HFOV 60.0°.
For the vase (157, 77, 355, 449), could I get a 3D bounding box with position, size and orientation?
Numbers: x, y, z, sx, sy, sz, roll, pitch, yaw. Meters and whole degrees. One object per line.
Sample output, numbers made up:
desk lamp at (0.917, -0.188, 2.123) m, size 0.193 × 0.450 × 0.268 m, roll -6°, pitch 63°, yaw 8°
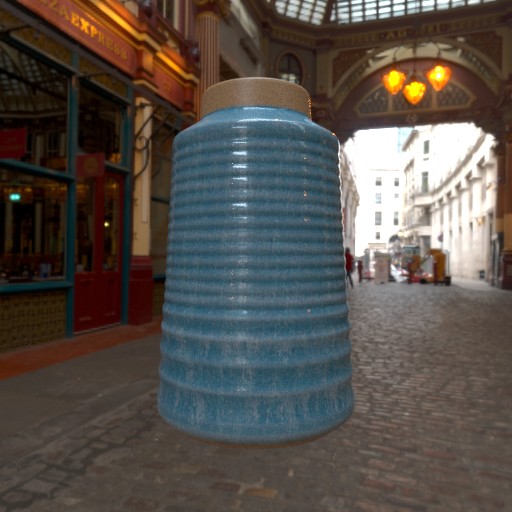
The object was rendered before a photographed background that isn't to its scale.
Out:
vase at (0.000, 0.000, 0.375) m, size 0.163 × 0.267 × 0.163 m, roll 0°, pitch 0°, yaw 0°
